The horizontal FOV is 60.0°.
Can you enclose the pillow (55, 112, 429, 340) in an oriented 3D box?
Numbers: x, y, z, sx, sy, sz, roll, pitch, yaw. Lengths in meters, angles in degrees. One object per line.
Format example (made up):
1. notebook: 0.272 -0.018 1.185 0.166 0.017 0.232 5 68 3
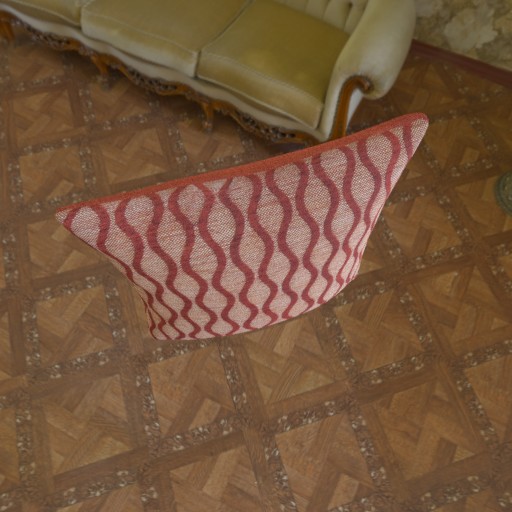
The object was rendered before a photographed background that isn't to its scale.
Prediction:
1. pillow: 0.000 0.000 0.668 0.429 0.434 0.159 -17 64 -9
